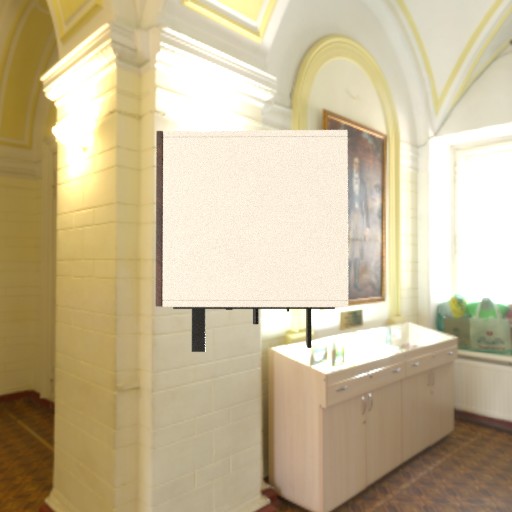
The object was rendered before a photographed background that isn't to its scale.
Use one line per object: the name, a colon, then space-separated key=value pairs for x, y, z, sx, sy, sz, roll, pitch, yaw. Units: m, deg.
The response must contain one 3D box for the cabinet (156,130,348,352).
cabinet: x=0.000 y=0.000 z=1.741 sx=0.431 sy=0.533 sz=1.499 roll=0 pitch=-1 yaw=1
